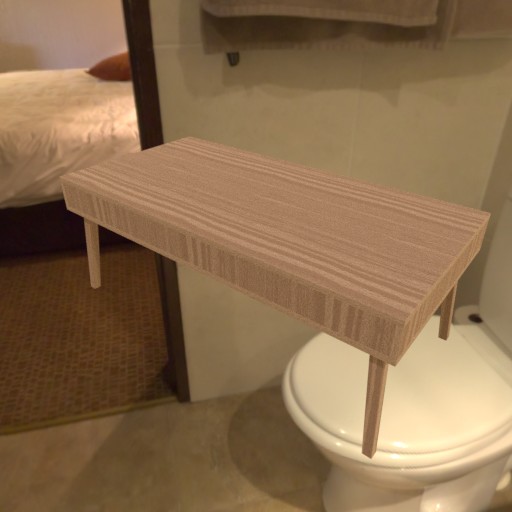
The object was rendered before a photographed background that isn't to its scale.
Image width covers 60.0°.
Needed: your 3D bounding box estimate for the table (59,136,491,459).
[{"bbox_3d":[0.000,0.000,1.472,1.200,0.450,0.600,22,38,32],"label":"table"}]
